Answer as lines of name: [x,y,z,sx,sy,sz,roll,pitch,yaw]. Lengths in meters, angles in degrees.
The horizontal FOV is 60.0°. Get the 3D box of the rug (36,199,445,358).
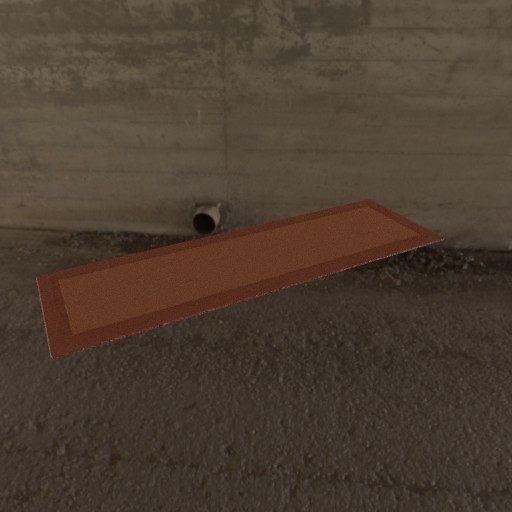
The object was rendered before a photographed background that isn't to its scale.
rug: [0.000,0.000,2.720,2.471,0.013,0.914,-17,34,-27]
